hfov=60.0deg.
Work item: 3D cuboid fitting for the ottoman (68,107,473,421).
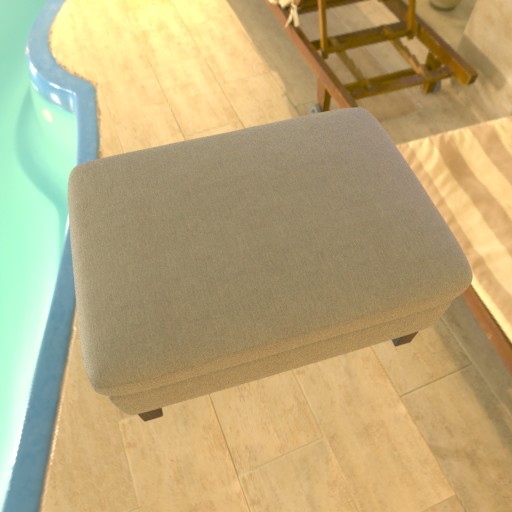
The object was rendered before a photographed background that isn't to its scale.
[{"bbox_3d":[0.000,0.000,1.010,0.735,0.404,0.528,-14,59,-9],"label":"ottoman"}]
